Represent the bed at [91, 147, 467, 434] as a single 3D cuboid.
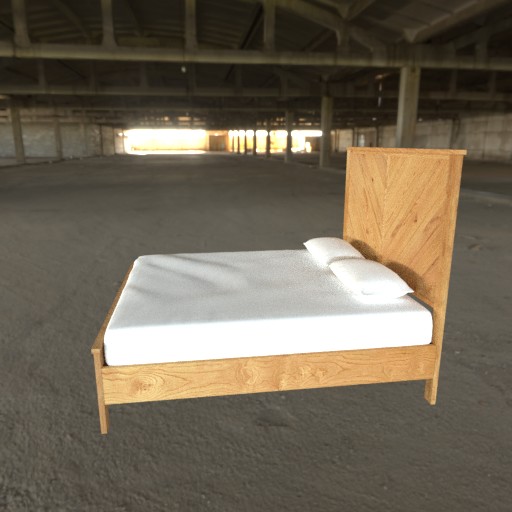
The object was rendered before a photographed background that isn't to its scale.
[{"bbox_3d":[0.000,0.000,3.568,2.201,1.686,1.936,-2,14,-8],"label":"bed"}]
